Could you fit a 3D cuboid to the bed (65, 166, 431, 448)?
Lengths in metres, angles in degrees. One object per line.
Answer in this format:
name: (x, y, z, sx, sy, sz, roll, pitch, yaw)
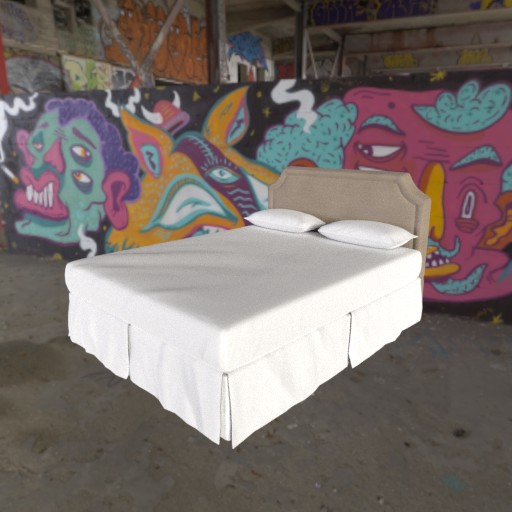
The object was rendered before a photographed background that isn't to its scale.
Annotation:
bed: (0.000, 0.000, 3.647, 1.977, 1.293, 2.498, 14, 20, 42)
